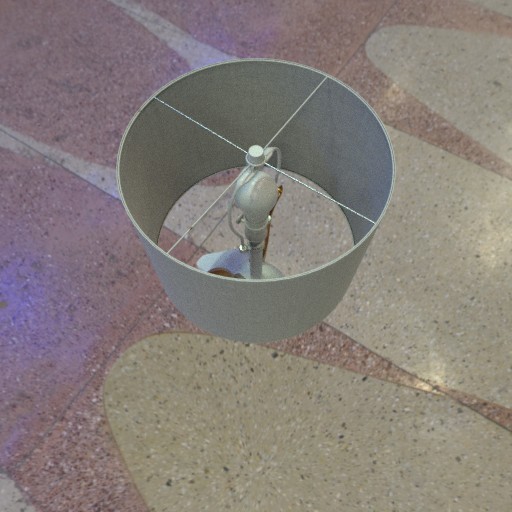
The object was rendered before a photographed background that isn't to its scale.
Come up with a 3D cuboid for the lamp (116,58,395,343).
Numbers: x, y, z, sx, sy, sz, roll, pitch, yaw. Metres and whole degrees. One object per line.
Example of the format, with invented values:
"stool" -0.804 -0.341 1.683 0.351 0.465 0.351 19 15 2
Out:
"lamp" 0.000 0.000 0.698 0.298 0.503 0.298 33 68 15
